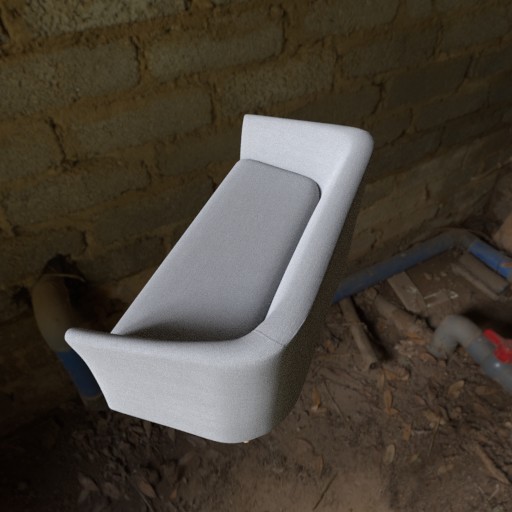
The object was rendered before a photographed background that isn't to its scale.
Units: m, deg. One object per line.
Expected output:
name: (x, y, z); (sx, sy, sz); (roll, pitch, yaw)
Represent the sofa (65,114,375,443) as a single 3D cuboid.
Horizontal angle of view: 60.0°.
sofa: (0.000, 0.000, 1.879); (0.705, 0.721, 1.452); (16, 49, 15)
